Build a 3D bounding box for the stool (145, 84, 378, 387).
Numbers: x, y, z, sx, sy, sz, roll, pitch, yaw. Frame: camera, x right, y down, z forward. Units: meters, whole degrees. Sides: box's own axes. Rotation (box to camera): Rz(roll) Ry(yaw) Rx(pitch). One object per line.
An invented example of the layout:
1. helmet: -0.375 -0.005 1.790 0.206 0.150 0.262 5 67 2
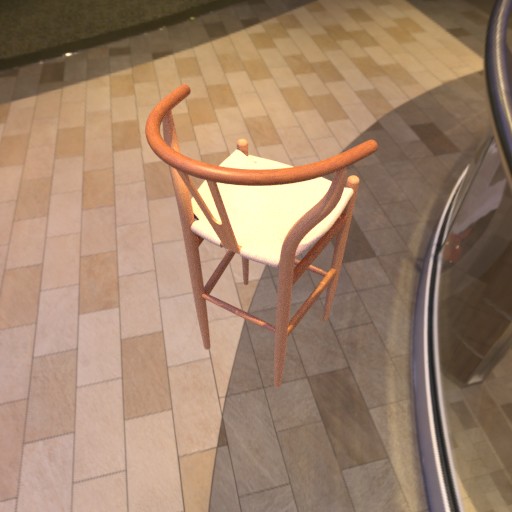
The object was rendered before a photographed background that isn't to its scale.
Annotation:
1. stool: 0.000 0.000 1.436 0.574 1.068 0.561 23 52 20
